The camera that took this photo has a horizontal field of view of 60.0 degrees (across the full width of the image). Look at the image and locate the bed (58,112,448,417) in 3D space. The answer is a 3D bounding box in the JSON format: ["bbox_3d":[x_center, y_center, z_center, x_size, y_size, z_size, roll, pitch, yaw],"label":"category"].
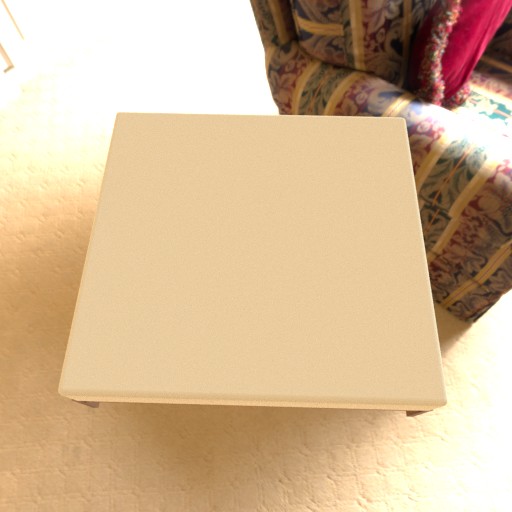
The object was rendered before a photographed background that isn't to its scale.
[{"bbox_3d":[0.000,0.000,2.967,2.049,0.616,1.930,1,65,1],"label":"bed"}]
